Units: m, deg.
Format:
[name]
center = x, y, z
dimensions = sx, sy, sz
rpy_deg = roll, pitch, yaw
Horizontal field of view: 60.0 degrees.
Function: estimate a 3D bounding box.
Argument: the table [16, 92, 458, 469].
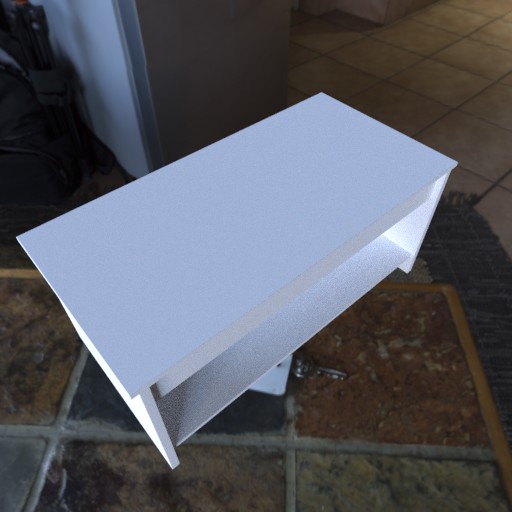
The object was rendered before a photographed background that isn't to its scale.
[table]
center = 0.000, 0.000, 1.257
dimensions = 1.000, 0.441, 0.500
rpy_deg = -33, 56, -26
